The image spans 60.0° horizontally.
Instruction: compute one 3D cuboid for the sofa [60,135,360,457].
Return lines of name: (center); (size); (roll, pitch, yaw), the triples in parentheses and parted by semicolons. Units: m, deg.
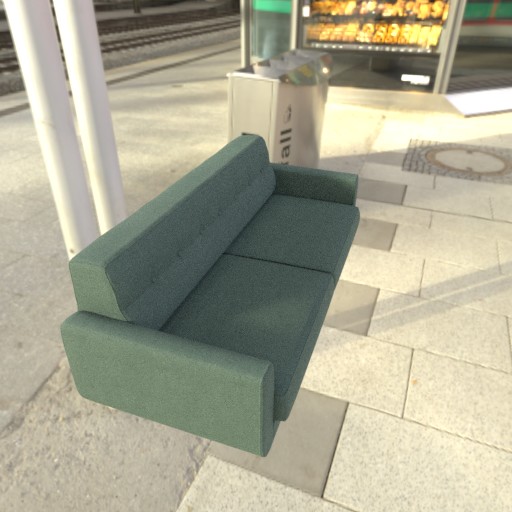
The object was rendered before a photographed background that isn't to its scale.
sofa: (0.000, 0.000, 2.478); (0.909, 0.841, 2.029); (11, 33, 17)
